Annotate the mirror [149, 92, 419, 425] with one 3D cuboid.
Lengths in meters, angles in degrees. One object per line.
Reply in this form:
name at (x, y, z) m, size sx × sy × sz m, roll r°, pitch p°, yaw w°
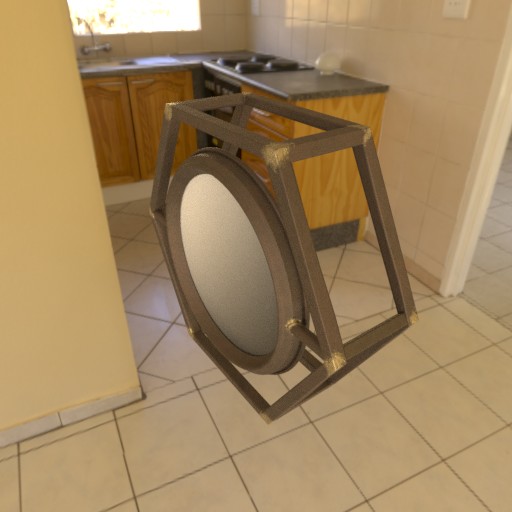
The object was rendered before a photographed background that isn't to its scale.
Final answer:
mirror at (0.000, 0.000, 0.534) m, size 0.119 × 0.334 × 0.380 m, roll -20°, pitch 37°, yaw -30°
